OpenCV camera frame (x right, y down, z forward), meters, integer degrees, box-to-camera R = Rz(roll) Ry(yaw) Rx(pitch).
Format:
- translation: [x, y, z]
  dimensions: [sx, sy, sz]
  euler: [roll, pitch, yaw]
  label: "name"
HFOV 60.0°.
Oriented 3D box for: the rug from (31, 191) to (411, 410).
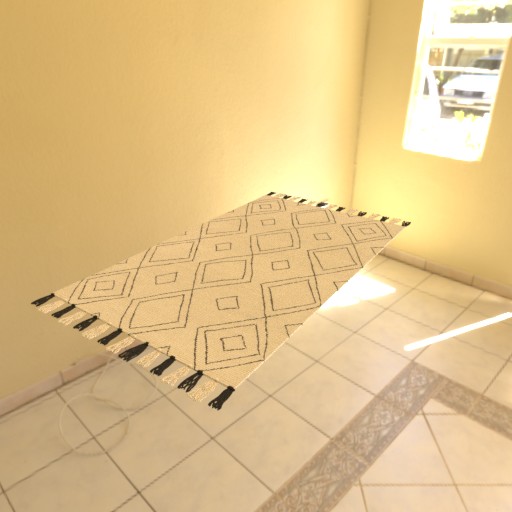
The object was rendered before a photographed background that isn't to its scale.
- translation: [0.000, 0.000, 3.357]
  dimensions: [1.524, 0.021, 2.755]
  euler: [18, 31, 31]
  label: "rug"
